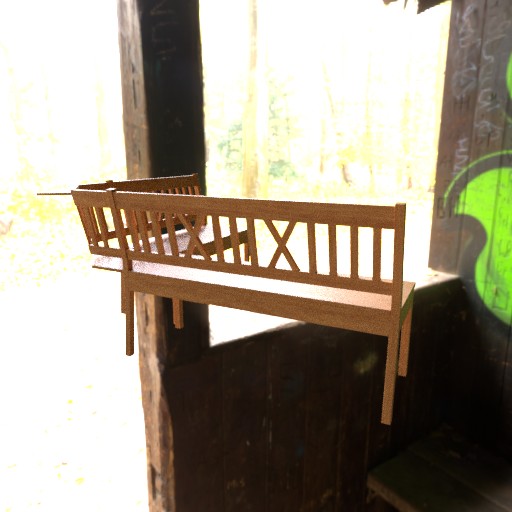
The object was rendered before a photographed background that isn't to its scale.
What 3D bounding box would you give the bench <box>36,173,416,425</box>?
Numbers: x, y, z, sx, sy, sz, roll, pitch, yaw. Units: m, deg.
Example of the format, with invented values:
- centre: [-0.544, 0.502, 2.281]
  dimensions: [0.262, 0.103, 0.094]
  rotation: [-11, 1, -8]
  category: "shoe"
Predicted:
- centre: [0.000, 0.000, 2.740]
  dimensions: [1.937, 0.902, 1.537]
  rotation: [7, 15, 26]
  category: "bench"
